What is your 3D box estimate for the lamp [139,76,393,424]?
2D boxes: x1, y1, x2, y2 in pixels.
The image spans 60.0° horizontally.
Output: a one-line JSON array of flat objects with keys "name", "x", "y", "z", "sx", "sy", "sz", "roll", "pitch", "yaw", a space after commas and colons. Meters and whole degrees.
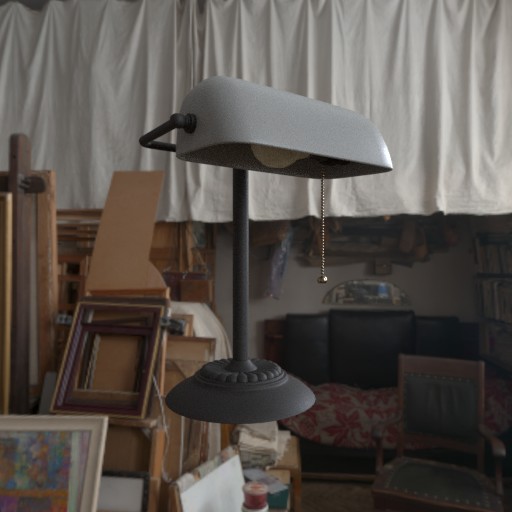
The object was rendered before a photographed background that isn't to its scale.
[{"name": "lamp", "x": 0.000, "y": 0.000, "z": 0.509, "sx": 0.264, "sy": 0.339, "sz": 0.243, "roll": 0, "pitch": 0, "yaw": -36}]
